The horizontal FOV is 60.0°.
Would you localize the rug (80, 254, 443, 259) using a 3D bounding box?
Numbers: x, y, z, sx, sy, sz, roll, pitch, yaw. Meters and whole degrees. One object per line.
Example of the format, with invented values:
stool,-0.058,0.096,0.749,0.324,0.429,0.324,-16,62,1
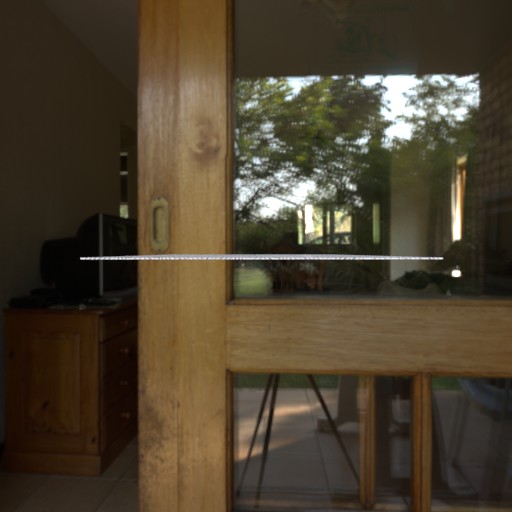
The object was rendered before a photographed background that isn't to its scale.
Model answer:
rug,0.000,0.000,3.062,1.519,0.007,2.428,0,0,-2
